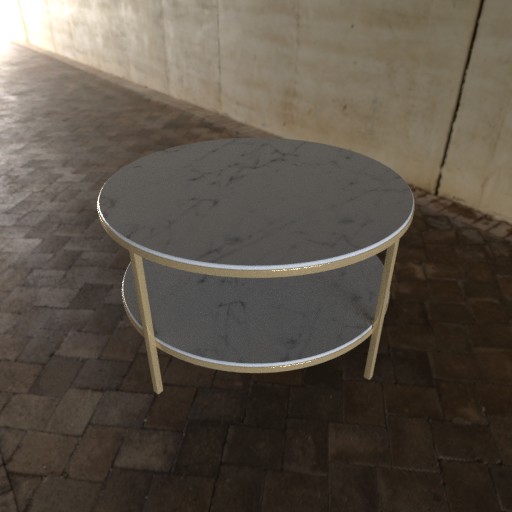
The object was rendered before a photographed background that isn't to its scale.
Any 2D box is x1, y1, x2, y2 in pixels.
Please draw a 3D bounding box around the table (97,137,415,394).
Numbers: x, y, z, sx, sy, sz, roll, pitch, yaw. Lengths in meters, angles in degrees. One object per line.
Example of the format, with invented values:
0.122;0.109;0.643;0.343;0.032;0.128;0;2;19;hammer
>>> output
0.000;0.000;1.282;0.800;0.450;0.800;0;32;0;table
